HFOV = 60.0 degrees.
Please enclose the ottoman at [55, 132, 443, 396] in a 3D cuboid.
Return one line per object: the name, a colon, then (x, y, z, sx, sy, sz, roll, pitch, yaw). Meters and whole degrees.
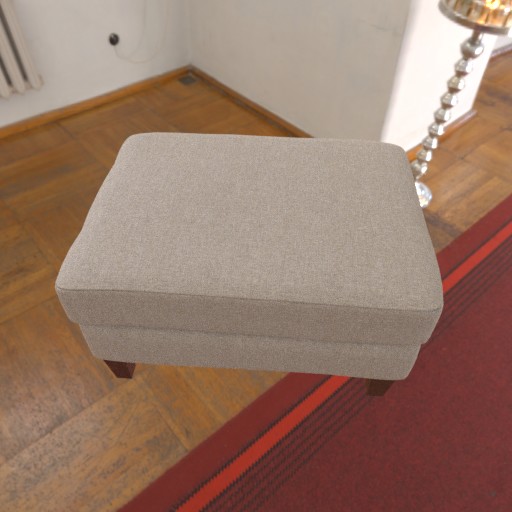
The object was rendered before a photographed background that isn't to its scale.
ottoman: (0.000, 0.000, 1.345, 0.898, 0.519, 0.677, 3, 47, 3)
